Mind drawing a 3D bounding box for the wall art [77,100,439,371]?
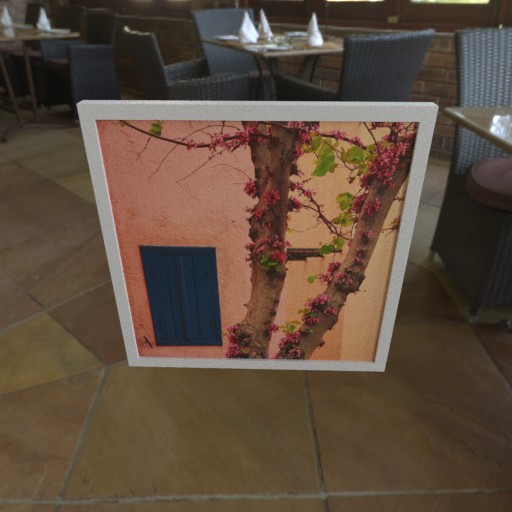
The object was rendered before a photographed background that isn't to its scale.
[{"bbox_3d":[0.000,0.000,1.144,0.762,0.762,0.038,1,31,1],"label":"wall art"}]
